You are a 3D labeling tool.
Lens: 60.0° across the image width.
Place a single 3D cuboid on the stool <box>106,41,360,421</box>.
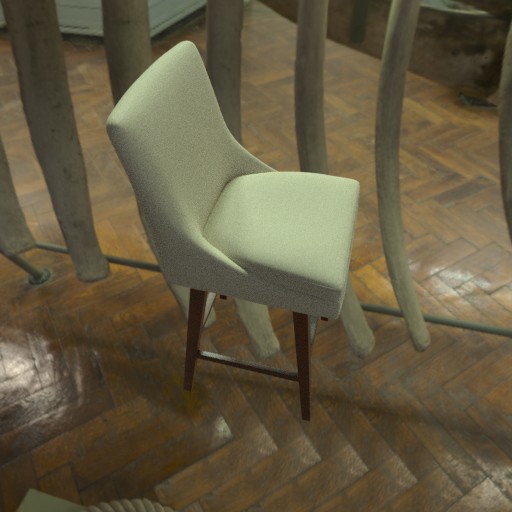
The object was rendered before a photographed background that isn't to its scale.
[{"bbox_3d":[0.000,0.000,1.373,0.559,1.097,0.470,11,48,10],"label":"stool"}]
